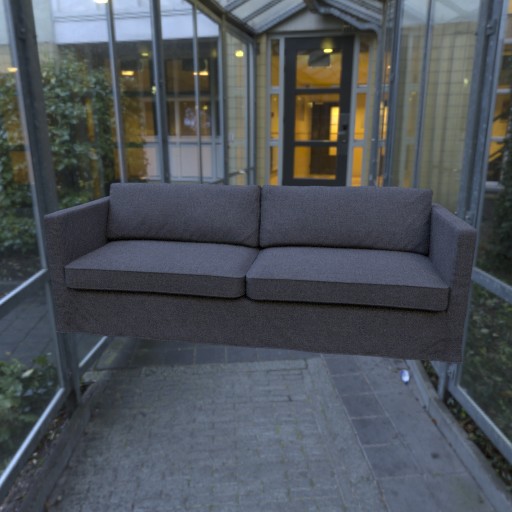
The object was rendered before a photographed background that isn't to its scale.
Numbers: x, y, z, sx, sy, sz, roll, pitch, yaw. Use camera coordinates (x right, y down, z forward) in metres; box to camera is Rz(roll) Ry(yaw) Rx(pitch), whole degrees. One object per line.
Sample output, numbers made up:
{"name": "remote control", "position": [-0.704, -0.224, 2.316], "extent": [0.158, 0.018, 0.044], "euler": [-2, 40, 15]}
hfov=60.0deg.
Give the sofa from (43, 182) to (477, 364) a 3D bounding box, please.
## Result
{"name": "sofa", "position": [0.000, 0.000, 3.295], "extent": [2.779, 0.998, 1.036], "euler": [3, 16, 9]}
